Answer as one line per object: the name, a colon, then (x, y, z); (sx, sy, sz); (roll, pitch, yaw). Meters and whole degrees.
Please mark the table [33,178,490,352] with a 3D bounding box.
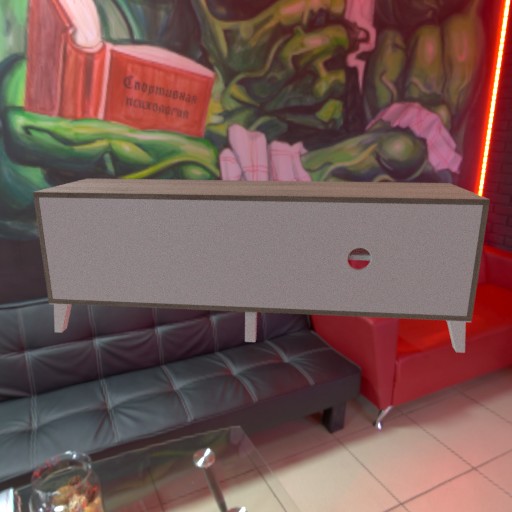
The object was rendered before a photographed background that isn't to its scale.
table: (0.000, 0.000, 1.714); (1.500, 0.530, 0.400); (2, 17, 6)
